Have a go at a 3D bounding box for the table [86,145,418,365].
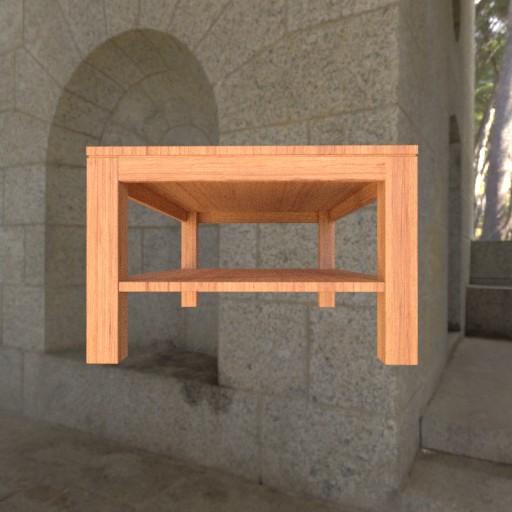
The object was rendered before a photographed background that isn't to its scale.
[{"bbox_3d":[0.000,0.000,1.499,0.695,0.457,1.146,0,0,1],"label":"table"}]
